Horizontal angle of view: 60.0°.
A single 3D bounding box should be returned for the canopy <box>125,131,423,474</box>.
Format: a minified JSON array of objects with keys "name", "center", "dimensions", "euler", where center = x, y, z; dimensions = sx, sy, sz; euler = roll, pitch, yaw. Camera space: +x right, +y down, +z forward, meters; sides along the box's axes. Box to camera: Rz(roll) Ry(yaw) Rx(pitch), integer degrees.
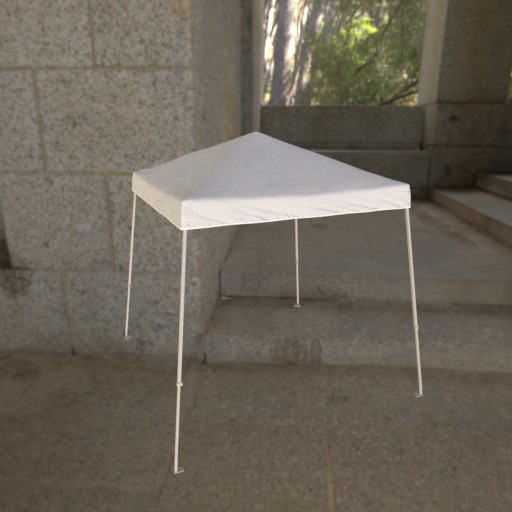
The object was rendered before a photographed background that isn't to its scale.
[{"name":"canopy","center":[0.000,0.000,6.659],"dimensions":[3.599,3.600,3.600],"euler":[-7,18,-23]}]
